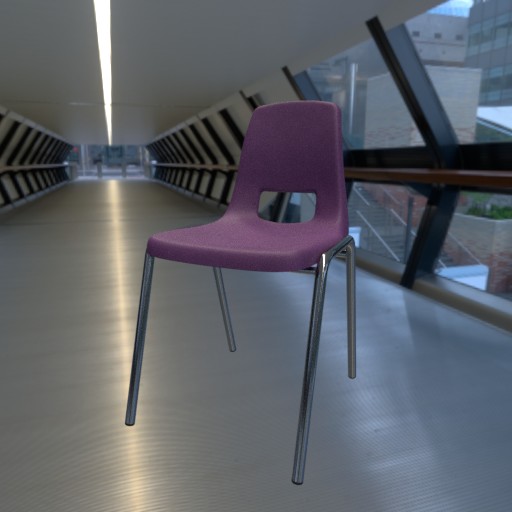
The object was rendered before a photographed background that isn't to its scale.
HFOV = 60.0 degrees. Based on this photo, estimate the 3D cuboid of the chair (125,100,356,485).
[{"bbox_3d":[0.000,0.000,0.921,0.381,0.654,0.432,6,14,26],"label":"chair"}]
